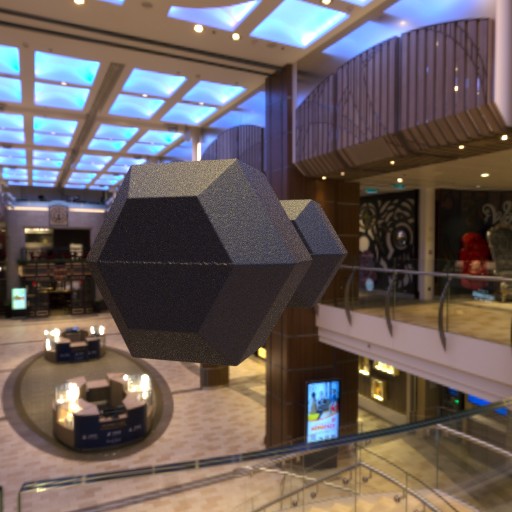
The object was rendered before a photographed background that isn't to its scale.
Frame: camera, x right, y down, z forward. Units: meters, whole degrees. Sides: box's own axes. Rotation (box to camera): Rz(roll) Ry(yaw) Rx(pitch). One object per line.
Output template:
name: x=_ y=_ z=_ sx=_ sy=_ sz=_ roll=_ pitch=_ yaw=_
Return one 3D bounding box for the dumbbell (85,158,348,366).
dumbbell: x=0.000 y=0.000 z=0.417 sx=0.141 sy=0.123 sz=0.356 roll=0 pitch=2 yaw=17
